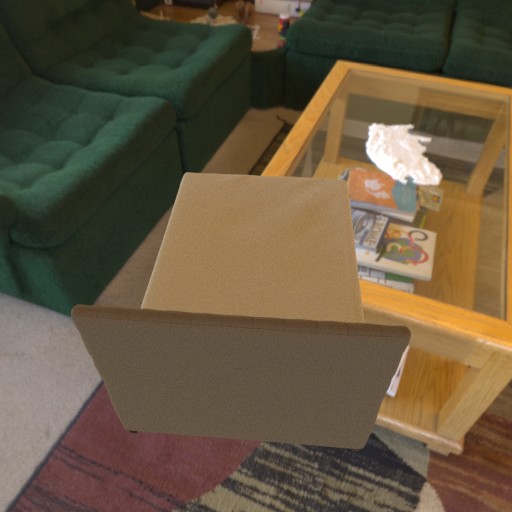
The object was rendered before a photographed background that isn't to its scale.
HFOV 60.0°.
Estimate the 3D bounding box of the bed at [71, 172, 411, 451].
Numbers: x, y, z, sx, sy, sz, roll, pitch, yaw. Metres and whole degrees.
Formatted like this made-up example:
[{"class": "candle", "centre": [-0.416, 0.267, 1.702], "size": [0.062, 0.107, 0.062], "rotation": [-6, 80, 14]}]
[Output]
[{"class": "bed", "centre": [0.000, 0.000, 3.463], "size": [1.698, 1.427, 2.387], "rotation": [3, 46, 3]}]
